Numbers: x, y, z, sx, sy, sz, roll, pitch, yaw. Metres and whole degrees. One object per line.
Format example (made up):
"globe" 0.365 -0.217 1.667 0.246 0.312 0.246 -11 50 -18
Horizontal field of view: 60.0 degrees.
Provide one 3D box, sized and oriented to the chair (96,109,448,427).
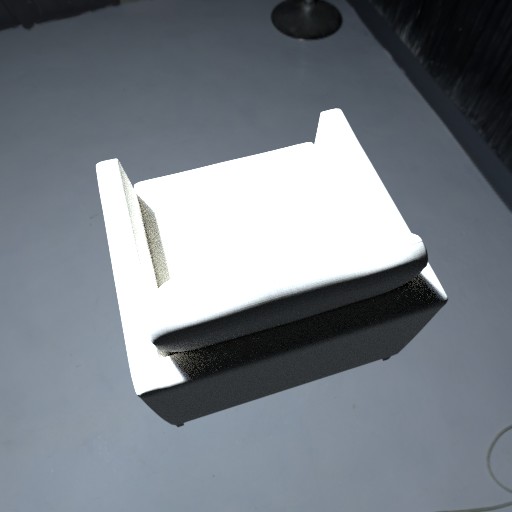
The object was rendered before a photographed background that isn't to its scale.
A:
"chair" 0.000 0.000 1.627 0.964 0.806 0.875 -15 61 -8
